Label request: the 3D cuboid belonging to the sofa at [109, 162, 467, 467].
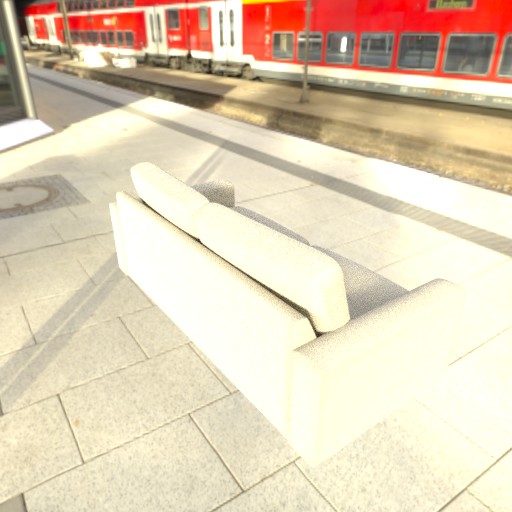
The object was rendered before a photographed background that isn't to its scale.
[{"bbox_3d":[0.000,0.000,2.712,1.016,0.873,2.179,-19,33,-32],"label":"sofa"}]
